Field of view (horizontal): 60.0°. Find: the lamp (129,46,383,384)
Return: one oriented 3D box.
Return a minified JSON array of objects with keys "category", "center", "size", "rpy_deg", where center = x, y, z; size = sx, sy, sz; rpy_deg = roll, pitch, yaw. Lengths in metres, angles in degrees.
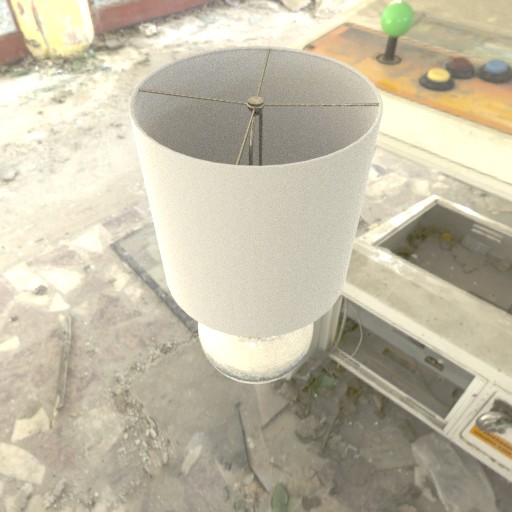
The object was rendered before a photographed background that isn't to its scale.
[{"category":"lamp","center":[0.000,0.000,0.530],"size":[0.216,0.404,0.216],"rpy_deg":[-17,48,-15]}]
